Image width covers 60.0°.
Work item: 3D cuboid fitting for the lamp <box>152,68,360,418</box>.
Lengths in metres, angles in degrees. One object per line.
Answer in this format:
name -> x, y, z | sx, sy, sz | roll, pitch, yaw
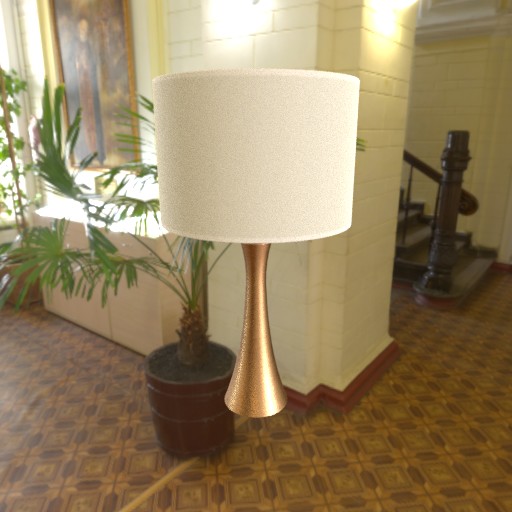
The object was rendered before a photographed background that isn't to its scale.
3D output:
lamp -> 0.000, 0.000, 0.652 | 0.268, 0.479, 0.268 | -2, 16, -7
